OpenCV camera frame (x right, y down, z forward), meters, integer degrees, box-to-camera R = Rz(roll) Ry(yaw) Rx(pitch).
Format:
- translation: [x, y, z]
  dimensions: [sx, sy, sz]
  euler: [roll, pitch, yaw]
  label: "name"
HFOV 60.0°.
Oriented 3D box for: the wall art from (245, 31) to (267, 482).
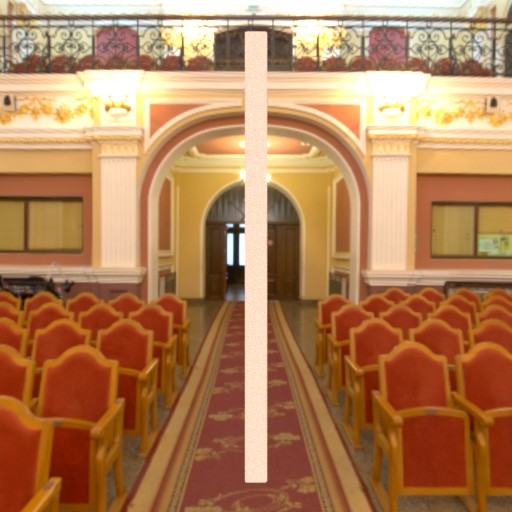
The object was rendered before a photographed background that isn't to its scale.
- translation: [0.000, 0.000, 1.120]
  dimensions: [0.037, 0.757, 0.757]
  euler: [0, 1, 0]
  label: "wall art"
